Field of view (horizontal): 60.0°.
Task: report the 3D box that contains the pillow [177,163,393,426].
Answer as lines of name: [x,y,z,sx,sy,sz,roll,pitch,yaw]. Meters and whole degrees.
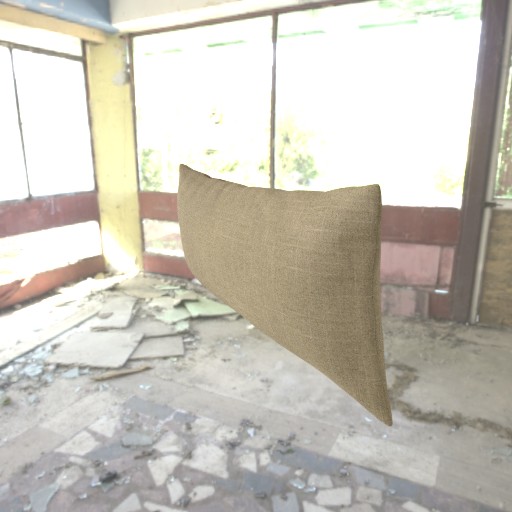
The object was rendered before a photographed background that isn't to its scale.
pillow: [0.000,0.000,0.736,0.155,0.282,0.612,-7,16,-27]
